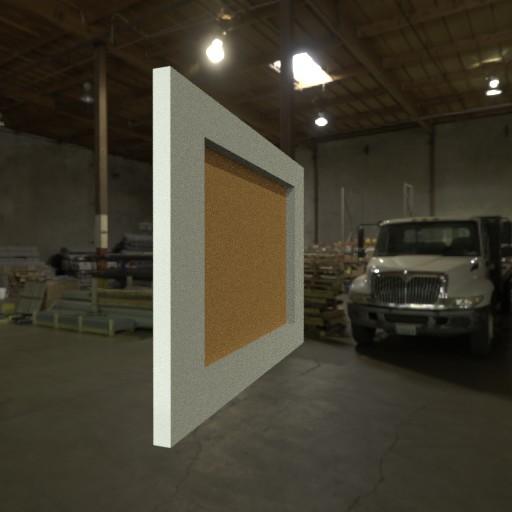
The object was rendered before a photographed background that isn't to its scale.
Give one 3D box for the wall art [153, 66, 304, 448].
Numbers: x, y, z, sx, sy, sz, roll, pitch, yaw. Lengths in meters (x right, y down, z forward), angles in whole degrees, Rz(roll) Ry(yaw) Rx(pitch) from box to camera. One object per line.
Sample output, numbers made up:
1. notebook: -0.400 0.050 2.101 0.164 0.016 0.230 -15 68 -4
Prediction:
1. wall art: 0.000 0.000 1.147 0.033 0.617 0.906 0 0 20
